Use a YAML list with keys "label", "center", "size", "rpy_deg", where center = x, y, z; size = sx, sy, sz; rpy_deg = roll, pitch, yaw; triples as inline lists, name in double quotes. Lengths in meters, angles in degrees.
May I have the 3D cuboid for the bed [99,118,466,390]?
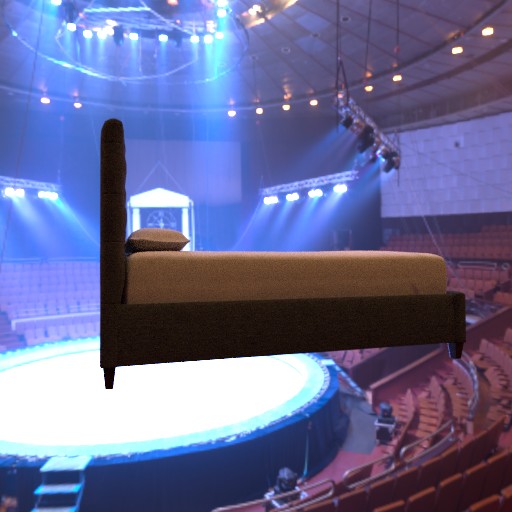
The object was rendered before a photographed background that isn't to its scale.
- label: "bed"
  center: [0.000, 0.000, 3.640]
  size: [2.387, 1.427, 2.078]
  rpy_deg: [0, -1, -18]
